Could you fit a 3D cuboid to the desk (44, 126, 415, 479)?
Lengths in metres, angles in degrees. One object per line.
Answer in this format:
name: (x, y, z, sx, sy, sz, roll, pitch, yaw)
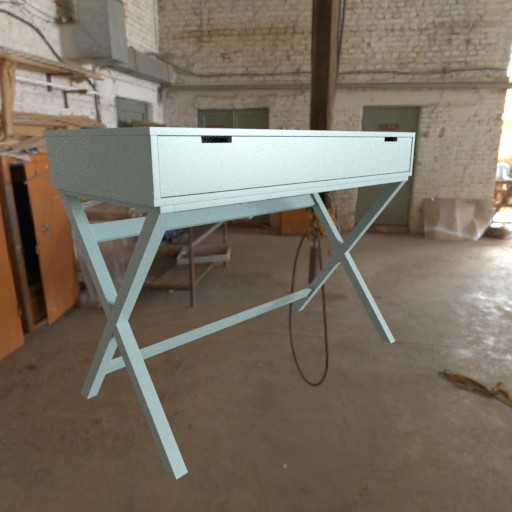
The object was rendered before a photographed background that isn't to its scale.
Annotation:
desk: (0.000, 0.000, 1.444, 1.059, 0.780, 0.509, -14, 20, -43)
